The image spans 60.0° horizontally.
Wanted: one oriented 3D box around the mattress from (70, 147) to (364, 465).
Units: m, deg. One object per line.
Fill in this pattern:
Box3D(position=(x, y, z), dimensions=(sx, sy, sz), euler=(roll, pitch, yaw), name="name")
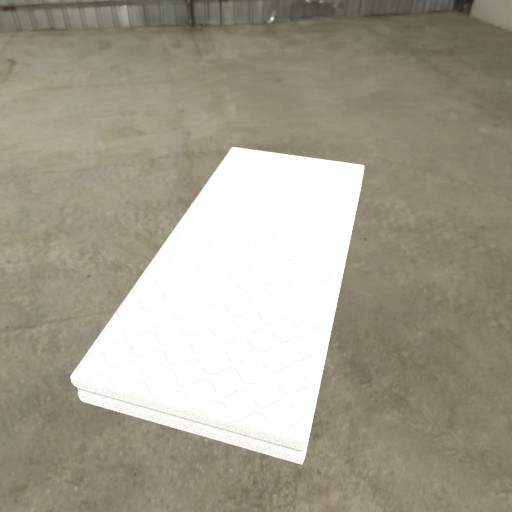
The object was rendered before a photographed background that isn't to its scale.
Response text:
Box3D(position=(0.000, 0.000, 2.294), dimensions=(0.900, 0.200, 1.900), euler=(11, 42, 12), name="mattress")
